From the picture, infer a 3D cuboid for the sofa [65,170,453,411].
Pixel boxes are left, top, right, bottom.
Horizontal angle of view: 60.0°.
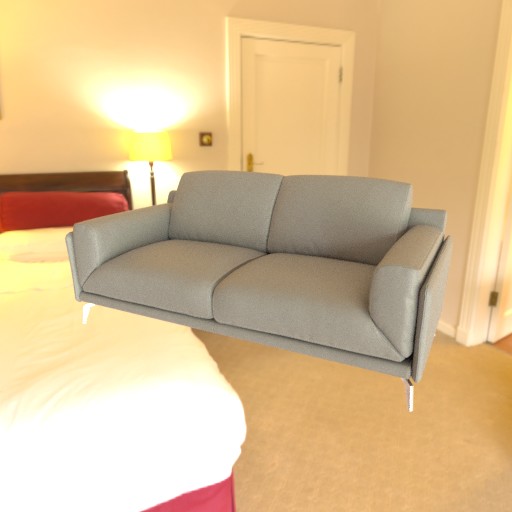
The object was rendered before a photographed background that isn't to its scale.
[{"bbox_3d":[0.000,0.000,2.678,2.101,0.930,1.049,8,18,26],"label":"sofa"}]
